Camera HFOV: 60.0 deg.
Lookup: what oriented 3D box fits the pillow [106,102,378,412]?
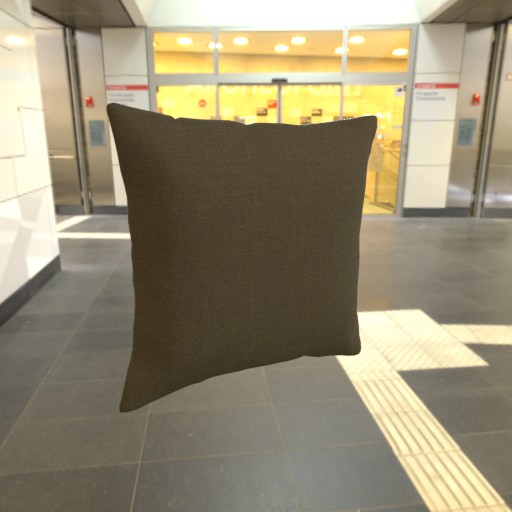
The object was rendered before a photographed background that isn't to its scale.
[{"bbox_3d":[0.000,0.000,0.674,0.436,0.430,0.138,-7,17,-26],"label":"pillow"}]
